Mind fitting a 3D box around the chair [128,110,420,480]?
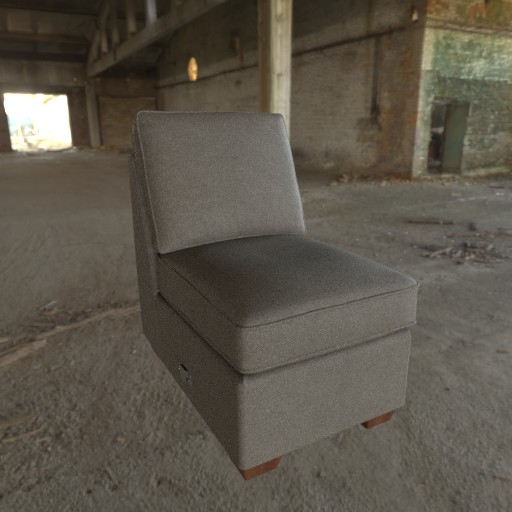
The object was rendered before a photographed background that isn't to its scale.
[{"bbox_3d":[0.000,0.000,1.527,0.621,0.970,0.938,-9,18,-28],"label":"chair"}]
